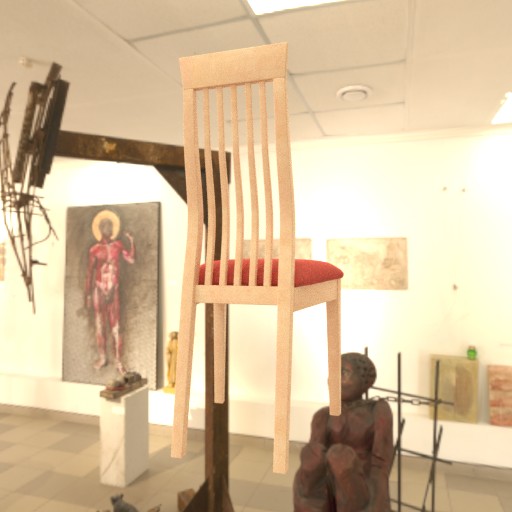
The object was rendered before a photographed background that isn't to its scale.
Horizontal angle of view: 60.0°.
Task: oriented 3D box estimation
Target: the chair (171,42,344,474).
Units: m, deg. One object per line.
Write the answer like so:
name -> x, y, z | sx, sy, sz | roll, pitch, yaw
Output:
chair -> 0.000, 0.000, 1.299 | 0.460, 1.027, 0.474 | 0, 0, 18
